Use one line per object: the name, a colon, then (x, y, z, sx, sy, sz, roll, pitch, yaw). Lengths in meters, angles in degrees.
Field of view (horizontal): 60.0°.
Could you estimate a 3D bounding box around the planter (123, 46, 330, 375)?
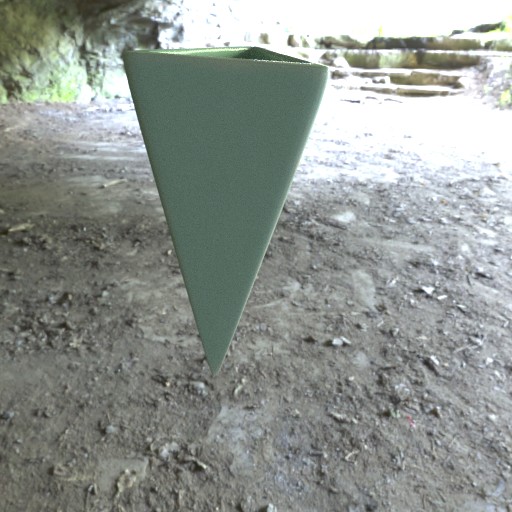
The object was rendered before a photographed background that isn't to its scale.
planter: (0.000, 0.000, 0.210, 0.064, 0.178, 0.080, 18, 32, 31)
